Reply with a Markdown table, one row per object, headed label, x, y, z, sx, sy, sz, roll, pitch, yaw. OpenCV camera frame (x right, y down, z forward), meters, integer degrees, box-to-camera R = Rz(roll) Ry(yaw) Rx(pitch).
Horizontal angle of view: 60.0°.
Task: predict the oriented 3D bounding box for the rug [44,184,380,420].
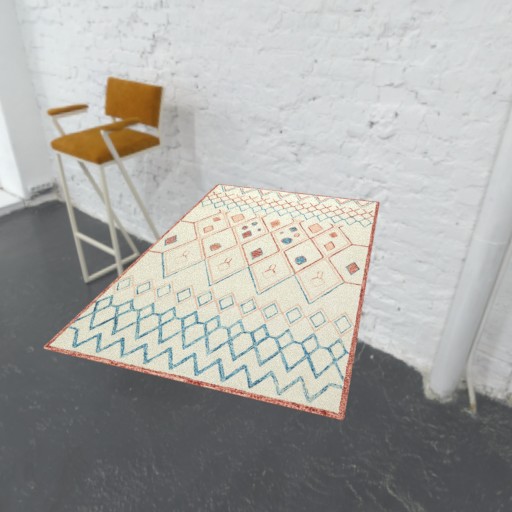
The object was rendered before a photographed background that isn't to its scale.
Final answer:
| label | x | y | z | sx | sy | sz | roll | pitch | yaw |
| --- | --- | --- | --- | --- | --- | --- | --- | --- | --- |
| rug | 0.000 | 0.000 | 3.076 | 1.524 | 0.015 | 2.438 | 9 | 31 | 15 |
